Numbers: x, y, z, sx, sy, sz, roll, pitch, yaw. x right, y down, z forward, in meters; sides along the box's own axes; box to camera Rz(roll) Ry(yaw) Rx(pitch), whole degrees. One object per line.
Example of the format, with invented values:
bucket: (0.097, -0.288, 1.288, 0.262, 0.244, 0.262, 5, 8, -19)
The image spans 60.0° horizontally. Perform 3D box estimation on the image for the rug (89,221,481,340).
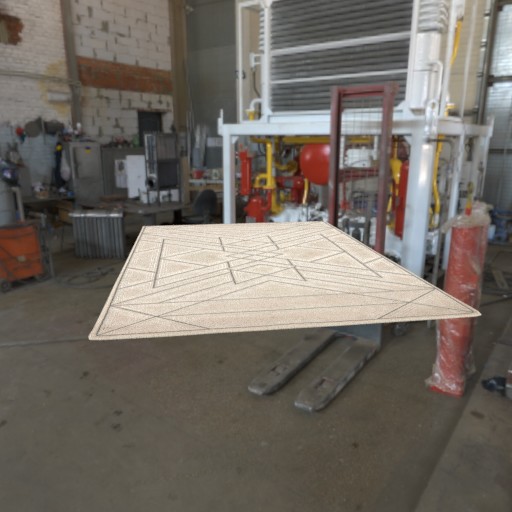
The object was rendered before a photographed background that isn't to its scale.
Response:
rug: (0.000, 0.000, 4.277, 2.436, 0.026, 3.381, -2, 15, -8)
